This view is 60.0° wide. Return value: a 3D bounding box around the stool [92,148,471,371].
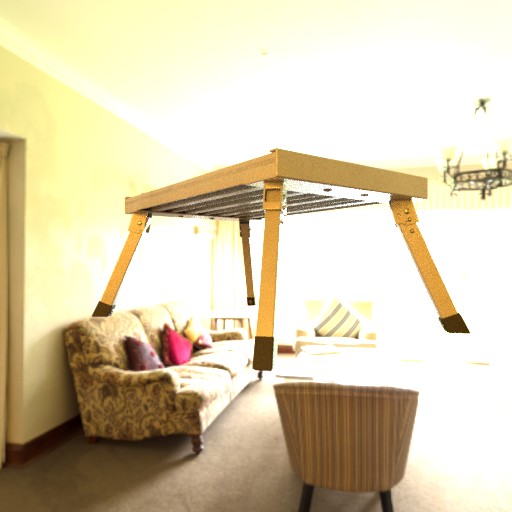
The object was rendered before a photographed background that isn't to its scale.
[{"bbox_3d":[0.000,0.000,0.738,0.385,0.225,0.535,1,-1,-37],"label":"stool"}]
